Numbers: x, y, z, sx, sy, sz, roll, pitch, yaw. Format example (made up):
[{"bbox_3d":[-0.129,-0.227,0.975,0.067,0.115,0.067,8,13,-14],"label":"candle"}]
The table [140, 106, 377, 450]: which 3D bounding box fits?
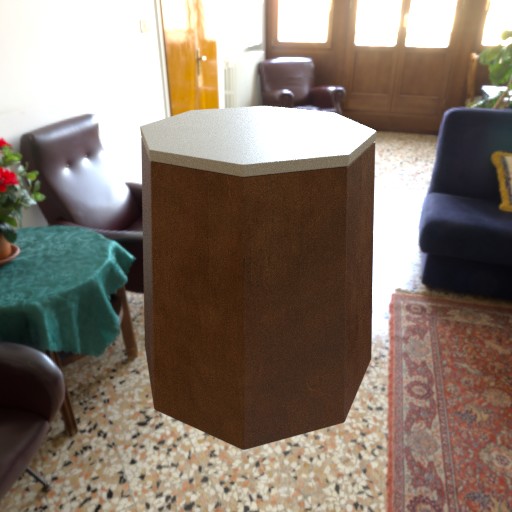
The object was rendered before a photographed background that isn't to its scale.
[{"bbox_3d":[0.000,0.000,0.804,0.439,0.457,0.439,-10,31,-17],"label":"table"}]
